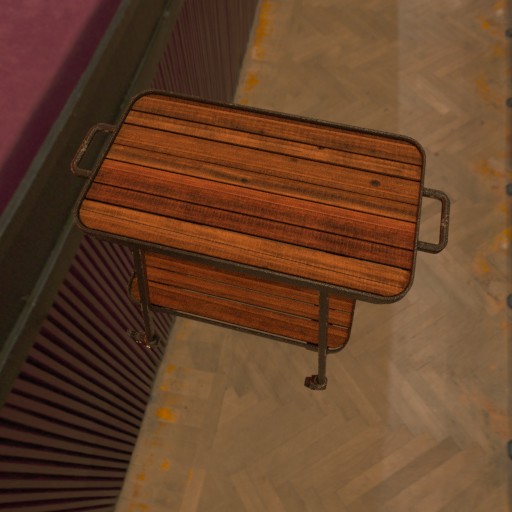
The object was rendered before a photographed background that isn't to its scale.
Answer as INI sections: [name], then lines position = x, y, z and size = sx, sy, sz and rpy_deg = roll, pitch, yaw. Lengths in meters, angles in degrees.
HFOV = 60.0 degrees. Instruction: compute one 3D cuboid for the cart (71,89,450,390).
[cart]
position = 0.000, 0.000, 1.249
size = 0.806, 0.700, 0.515
rpy_deg = 13, 64, 6
